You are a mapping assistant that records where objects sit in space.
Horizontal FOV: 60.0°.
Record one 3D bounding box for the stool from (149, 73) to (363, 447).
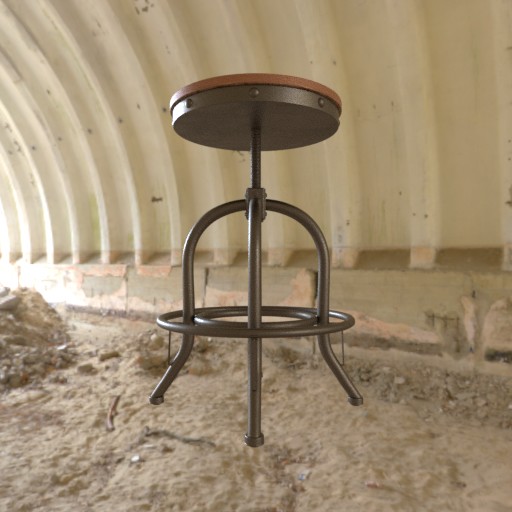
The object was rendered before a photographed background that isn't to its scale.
[{"bbox_3d":[0.000,0.000,0.913,0.439,0.609,0.439,0,-1,1],"label":"stool"}]
